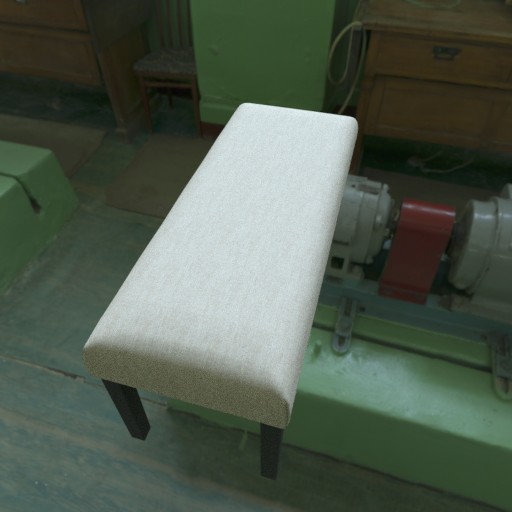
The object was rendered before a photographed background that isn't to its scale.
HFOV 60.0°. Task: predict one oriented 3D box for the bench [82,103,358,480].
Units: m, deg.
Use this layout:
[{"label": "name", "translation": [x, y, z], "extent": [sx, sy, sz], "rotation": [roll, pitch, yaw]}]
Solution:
[{"label": "bench", "translation": [0.000, 0.000, 1.254], "extent": [0.407, 0.456, 1.013], "rotation": [11, 47, 11]}]
